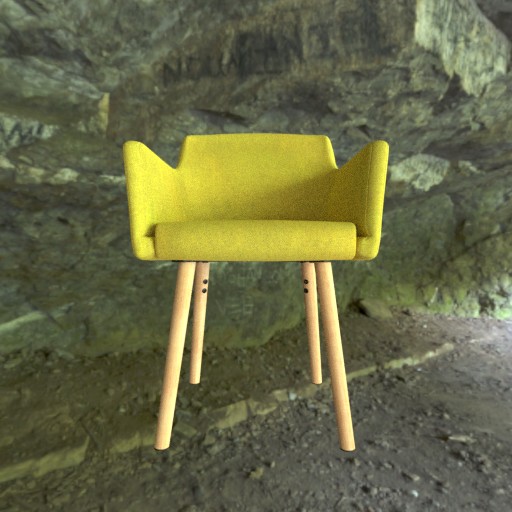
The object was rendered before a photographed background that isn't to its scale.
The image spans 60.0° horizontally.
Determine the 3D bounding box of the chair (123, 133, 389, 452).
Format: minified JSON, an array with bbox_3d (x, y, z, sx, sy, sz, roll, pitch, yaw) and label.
[{"bbox_3d":[0.000,0.000,1.167,0.570,0.780,0.570,0,0,0],"label":"chair"}]
